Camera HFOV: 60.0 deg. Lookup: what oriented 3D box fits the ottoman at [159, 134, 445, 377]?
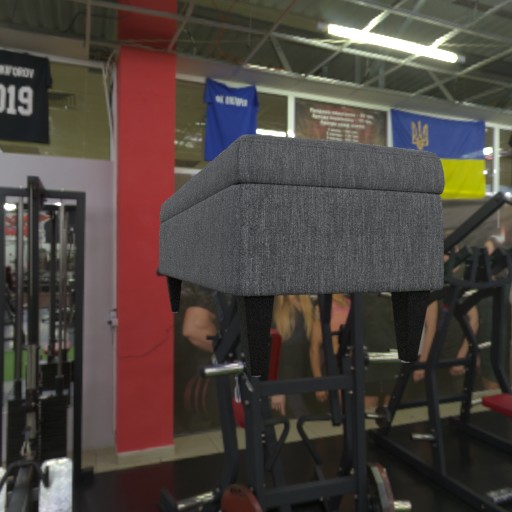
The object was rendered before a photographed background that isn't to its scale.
[{"bbox_3d":[0.000,0.000,1.411,0.482,0.469,1.151,0,0,-19],"label":"ottoman"}]
